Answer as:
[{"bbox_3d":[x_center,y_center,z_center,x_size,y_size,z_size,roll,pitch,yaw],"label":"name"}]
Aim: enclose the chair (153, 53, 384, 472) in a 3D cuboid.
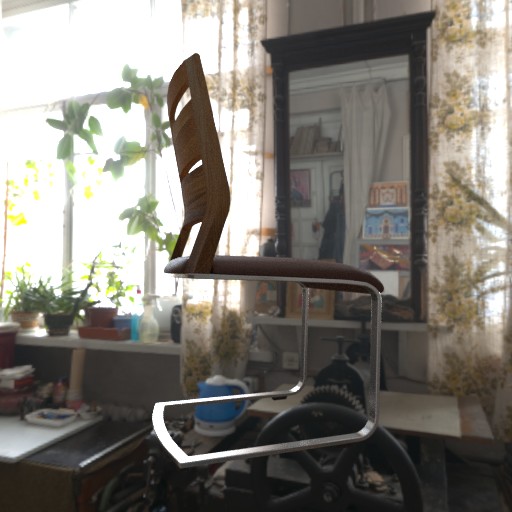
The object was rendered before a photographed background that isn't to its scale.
[{"bbox_3d":[0.000,0.000,1.282,0.570,0.970,0.460,1,-2,-19],"label":"chair"}]
